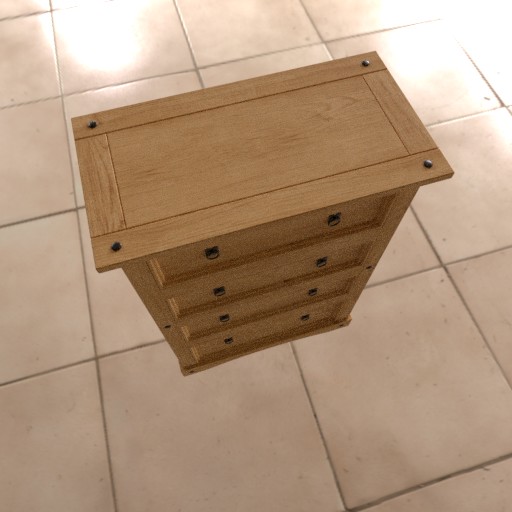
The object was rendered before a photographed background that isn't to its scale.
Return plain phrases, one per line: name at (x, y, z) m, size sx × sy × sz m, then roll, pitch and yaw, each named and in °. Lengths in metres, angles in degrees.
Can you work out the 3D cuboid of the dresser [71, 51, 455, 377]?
dresser at (0.000, 0.000, 1.747) m, size 0.915 × 1.300 × 0.485 m, roll -16°, pitch 64°, yaw -8°
